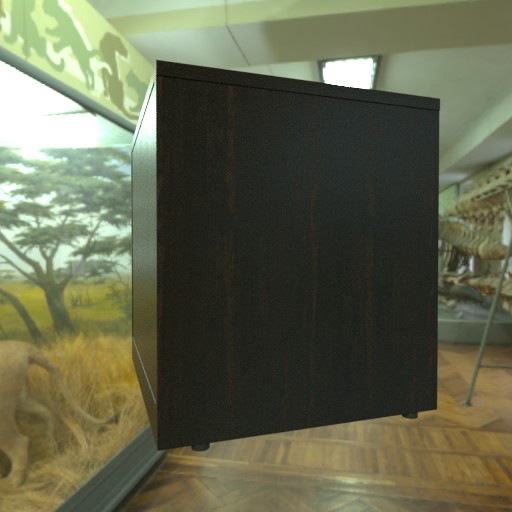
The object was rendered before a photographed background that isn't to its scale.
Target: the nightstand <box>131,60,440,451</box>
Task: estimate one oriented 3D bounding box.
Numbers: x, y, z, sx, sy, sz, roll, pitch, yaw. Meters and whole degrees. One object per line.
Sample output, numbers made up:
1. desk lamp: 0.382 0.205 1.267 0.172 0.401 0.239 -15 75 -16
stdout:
1. nightstand: 0.000 0.000 0.842 0.427 0.487 0.489 0 1 -19
